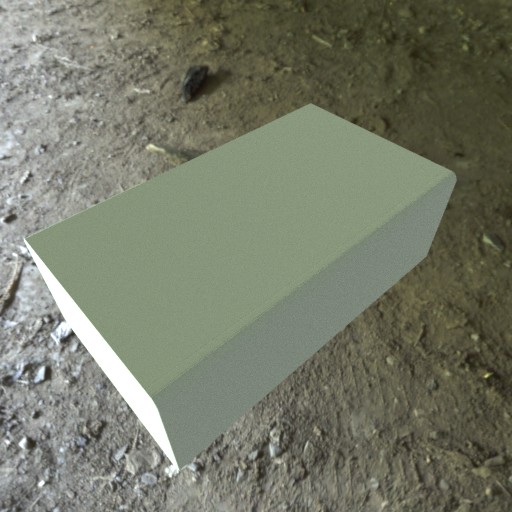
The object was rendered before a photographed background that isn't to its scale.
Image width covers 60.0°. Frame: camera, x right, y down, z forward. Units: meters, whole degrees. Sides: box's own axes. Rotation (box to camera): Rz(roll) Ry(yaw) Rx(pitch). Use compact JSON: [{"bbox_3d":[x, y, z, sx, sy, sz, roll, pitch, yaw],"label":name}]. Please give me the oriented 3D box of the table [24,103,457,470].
[{"bbox_3d":[0.000,0.000,1.419,1.097,0.442,0.639,-33,54,-28],"label":"table"}]
